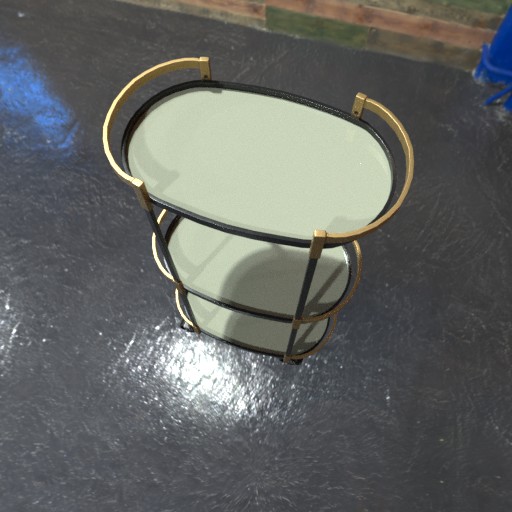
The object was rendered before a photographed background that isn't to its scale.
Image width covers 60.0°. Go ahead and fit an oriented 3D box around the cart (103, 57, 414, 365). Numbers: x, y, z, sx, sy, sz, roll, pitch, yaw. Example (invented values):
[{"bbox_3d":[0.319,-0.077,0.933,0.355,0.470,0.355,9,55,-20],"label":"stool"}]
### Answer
[{"bbox_3d":[0.000,0.000,1.121,0.515,0.885,0.311,16,65,8],"label":"cart"}]
